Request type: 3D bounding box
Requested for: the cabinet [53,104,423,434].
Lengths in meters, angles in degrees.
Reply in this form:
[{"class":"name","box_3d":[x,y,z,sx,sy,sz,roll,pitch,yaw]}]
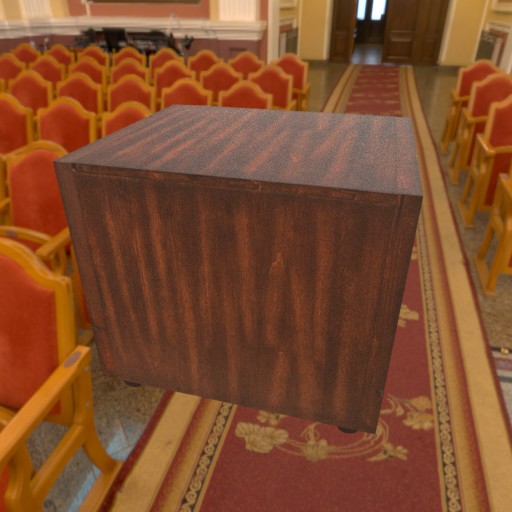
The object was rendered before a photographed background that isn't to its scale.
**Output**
[{"class":"cabinet","box_3d":[0.000,0.000,0.839,0.500,0.455,0.402,8,31,13]}]
